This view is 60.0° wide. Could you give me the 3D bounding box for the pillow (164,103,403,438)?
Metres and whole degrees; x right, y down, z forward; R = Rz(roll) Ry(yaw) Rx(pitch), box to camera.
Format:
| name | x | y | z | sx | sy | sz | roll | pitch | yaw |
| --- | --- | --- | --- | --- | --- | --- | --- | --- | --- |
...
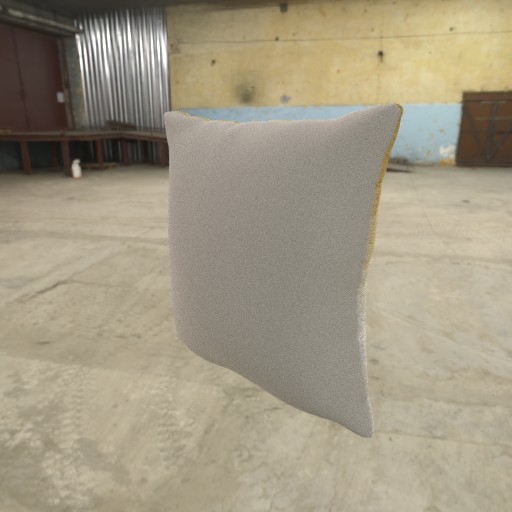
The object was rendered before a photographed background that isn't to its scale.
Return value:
| name | x | y | z | sx | sy | sz | roll | pitch | yaw |
| --- | --- | --- | --- | --- | --- | --- | --- | --- | --- |
| pillow | 0.000 | 0.000 | 0.708 | 0.450 | 0.450 | 0.211 | 15 | 22 | 41 |
